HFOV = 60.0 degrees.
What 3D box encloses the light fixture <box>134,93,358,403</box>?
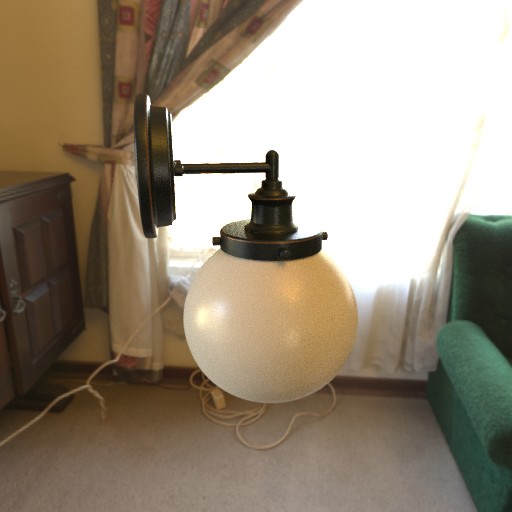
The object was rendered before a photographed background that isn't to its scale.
[{"bbox_3d":[0.000,0.000,0.486,0.230,0.332,0.197,-3,17,-10],"label":"light fixture"}]
